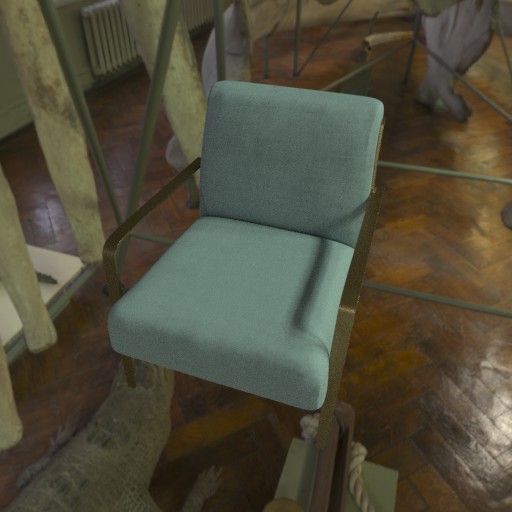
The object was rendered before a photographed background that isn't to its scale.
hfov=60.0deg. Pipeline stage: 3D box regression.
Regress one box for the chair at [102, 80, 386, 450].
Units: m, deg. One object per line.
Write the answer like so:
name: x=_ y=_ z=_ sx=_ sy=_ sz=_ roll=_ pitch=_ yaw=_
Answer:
chair: x=0.000 y=0.000 z=1.451 sx=0.701 sy=0.824 sz=0.842 roll=13 pitch=42 yaw=14
